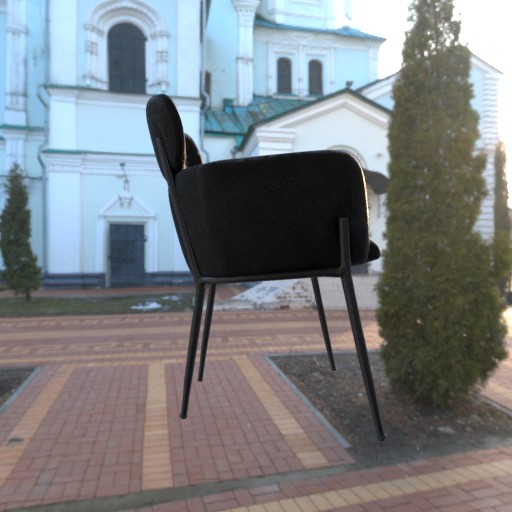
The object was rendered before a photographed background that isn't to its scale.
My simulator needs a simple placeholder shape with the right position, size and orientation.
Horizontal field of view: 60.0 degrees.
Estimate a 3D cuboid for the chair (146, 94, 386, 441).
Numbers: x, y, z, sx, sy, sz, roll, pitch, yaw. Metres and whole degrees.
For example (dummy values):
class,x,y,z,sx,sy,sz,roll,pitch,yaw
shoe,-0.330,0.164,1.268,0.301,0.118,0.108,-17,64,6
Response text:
class,x,y,z,sx,sy,sz,roll,pitch,yaw
chair,0.000,0.000,1.281,0.604,0.818,0.640,0,0,0
